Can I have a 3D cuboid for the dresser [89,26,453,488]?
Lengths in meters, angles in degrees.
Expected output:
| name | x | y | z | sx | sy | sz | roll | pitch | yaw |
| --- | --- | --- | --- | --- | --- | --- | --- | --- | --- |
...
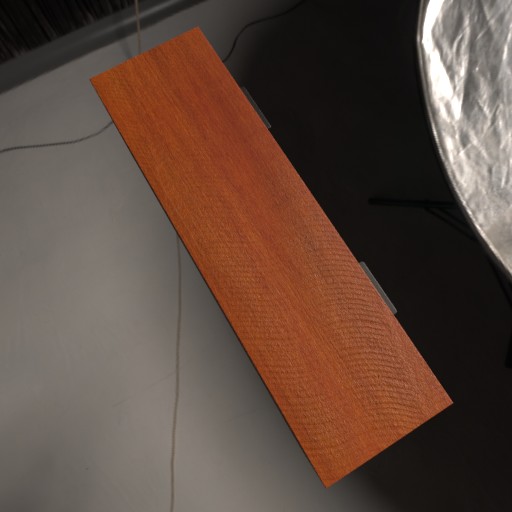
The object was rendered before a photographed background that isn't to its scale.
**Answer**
| name | x | y | z | sx | sy | sz | roll | pitch | yaw |
| --- | --- | --- | --- | --- | --- | --- | --- | --- | --- |
| dresser | 0.000 | 0.000 | 1.820 | 0.464 | 0.810 | 1.536 | -30 | 77 | -8 |
